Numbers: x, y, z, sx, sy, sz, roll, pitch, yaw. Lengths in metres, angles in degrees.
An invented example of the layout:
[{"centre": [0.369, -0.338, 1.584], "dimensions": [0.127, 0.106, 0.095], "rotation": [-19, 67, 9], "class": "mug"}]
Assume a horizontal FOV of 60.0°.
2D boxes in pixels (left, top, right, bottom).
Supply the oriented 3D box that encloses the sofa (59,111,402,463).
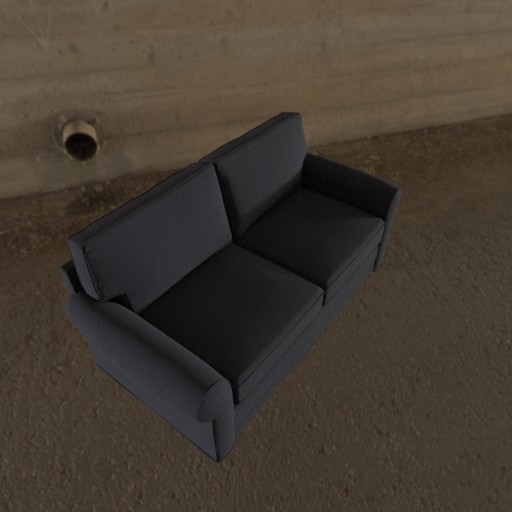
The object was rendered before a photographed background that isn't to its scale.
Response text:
[{"centre": [0.000, 0.000, 2.570], "dimensions": [0.951, 1.031, 2.009], "rotation": [27, 48, 27], "class": "sofa"}]
